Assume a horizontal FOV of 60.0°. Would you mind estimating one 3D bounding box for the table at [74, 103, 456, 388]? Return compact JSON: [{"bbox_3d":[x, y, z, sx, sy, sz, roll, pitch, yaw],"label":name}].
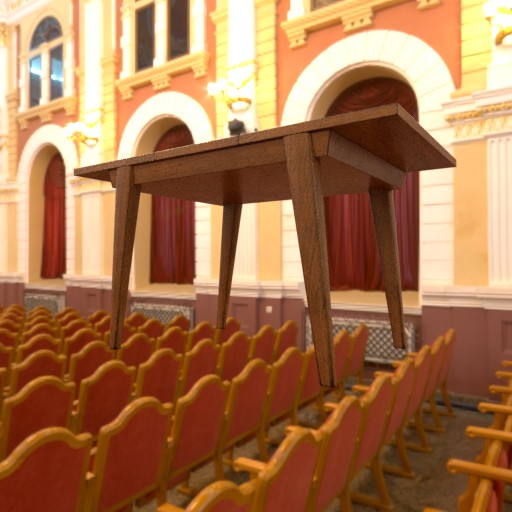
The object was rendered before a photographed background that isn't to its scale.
[{"bbox_3d":[0.000,0.000,1.831,1.400,0.760,0.757,-1,-1,35],"label":"table"}]
